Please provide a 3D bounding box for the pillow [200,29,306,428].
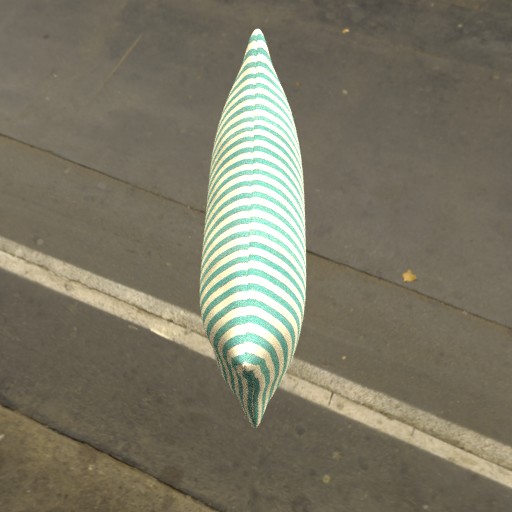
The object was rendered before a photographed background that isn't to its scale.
[{"bbox_3d":[0.000,0.000,0.785,0.166,0.510,0.523,1,63,1],"label":"pillow"}]
